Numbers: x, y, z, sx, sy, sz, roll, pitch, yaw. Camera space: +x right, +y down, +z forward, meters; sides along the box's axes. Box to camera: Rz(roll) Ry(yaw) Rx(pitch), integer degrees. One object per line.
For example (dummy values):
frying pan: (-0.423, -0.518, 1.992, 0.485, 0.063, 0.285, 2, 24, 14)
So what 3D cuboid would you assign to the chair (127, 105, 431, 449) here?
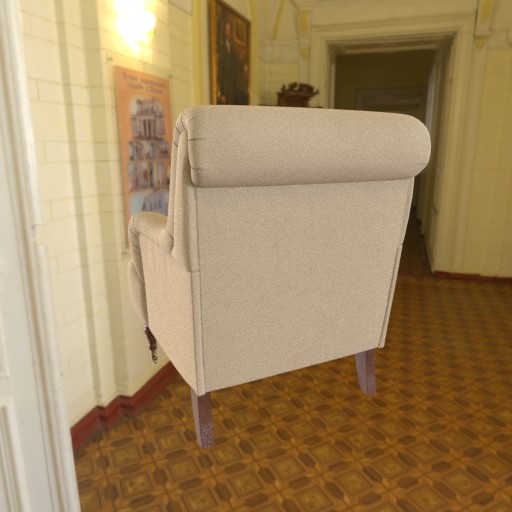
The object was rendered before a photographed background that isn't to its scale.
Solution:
chair: (0.000, 0.000, 1.556, 0.766, 0.942, 0.842, -7, 15, -27)
